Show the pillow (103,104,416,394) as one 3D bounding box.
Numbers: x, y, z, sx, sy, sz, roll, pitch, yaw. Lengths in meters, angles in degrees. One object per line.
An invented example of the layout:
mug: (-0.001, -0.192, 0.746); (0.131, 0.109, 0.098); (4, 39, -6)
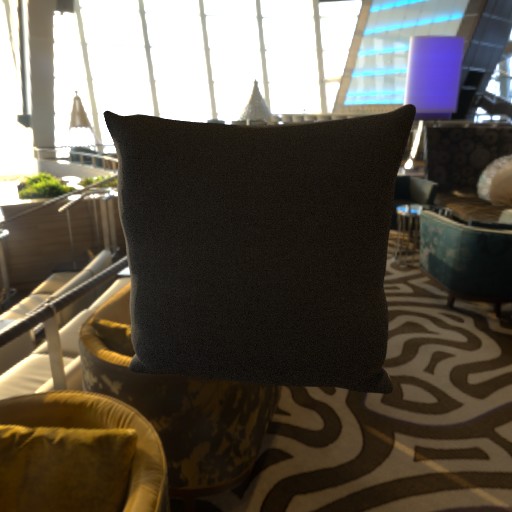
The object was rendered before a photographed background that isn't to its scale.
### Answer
pillow: (0.000, 0.000, 0.767); (0.503, 0.496, 0.208); (3, 18, 8)
